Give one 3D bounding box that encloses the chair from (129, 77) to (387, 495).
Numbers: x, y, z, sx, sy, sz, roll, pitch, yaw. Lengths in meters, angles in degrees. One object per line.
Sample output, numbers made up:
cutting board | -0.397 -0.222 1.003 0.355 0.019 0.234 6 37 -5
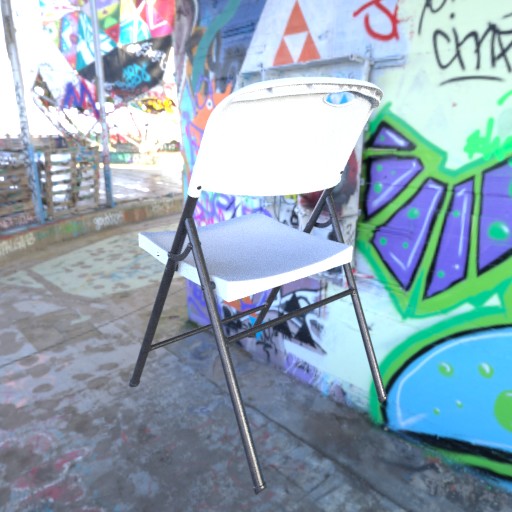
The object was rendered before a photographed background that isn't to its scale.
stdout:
chair | 0.000 0.000 1.139 0.494 0.810 0.566 -14 22 -41
